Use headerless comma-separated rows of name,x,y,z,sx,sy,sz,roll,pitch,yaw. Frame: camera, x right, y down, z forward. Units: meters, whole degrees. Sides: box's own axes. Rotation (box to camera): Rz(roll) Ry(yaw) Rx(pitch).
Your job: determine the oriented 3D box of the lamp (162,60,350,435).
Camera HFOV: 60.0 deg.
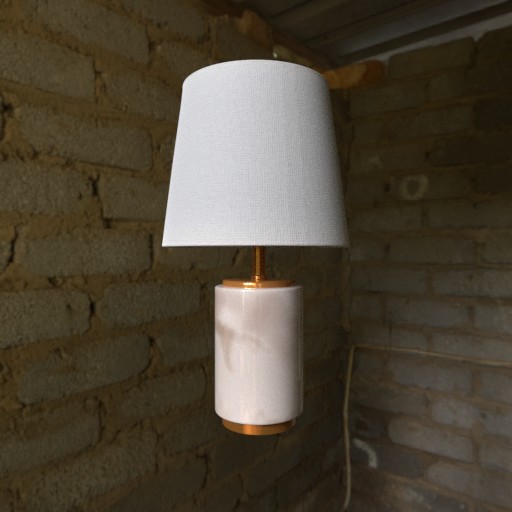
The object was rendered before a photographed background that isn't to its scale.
lamp,0.000,0.000,0.457,0.189,0.340,0.189,0,0,0
